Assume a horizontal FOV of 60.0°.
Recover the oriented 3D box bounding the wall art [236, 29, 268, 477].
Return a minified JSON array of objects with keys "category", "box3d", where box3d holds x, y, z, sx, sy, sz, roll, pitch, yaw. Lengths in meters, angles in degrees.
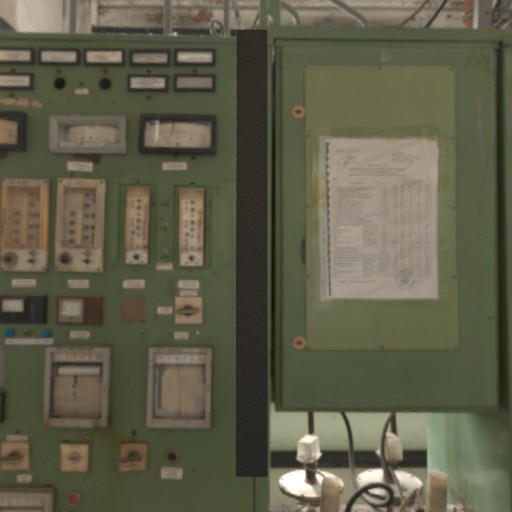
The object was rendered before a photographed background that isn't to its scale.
[{"category":"wall art","box3d":[0.000,0.000,0.755,0.036,0.508,0.508,0,-1,1]}]
